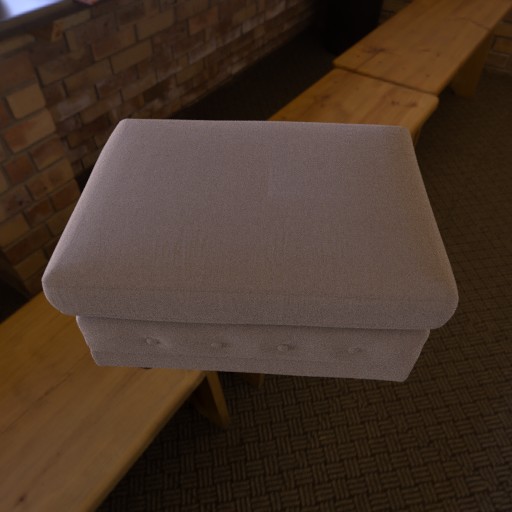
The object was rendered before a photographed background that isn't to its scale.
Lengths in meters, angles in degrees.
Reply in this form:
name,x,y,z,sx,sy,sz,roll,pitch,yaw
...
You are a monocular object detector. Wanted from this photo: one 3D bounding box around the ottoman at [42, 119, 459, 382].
name,x,y,z,sx,sy,sz,roll,pitch,yaw
ottoman,0.000,0.000,1.117,0.771,0.500,0.569,2,48,2
